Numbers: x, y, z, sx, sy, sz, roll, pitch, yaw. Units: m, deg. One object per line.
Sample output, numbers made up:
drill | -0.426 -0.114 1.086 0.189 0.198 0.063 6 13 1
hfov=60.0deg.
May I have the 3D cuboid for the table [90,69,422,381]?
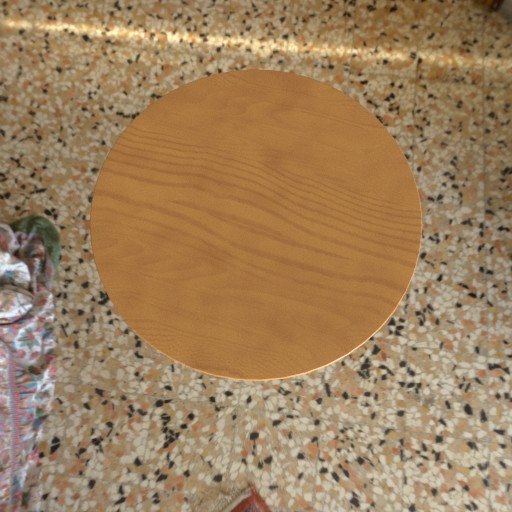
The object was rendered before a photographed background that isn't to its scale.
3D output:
table | 0.000 0.000 1.091 0.597 0.612 0.597 0 74 0
